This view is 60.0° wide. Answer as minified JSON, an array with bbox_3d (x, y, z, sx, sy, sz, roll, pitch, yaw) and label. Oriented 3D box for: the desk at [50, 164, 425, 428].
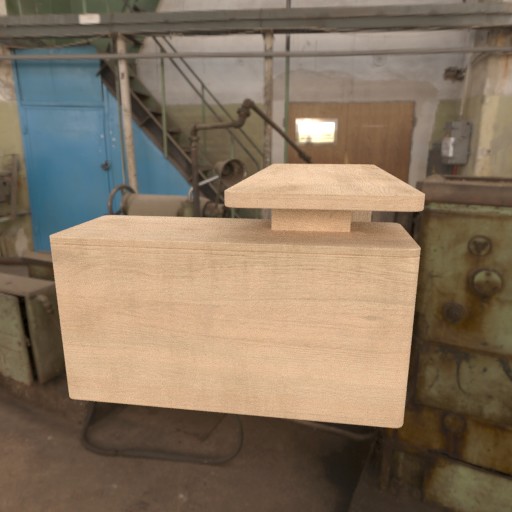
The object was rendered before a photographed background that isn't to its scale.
[{"bbox_3d":[0.000,0.000,2.083,1.175,0.770,1.400,2,15,8],"label":"desk"}]
